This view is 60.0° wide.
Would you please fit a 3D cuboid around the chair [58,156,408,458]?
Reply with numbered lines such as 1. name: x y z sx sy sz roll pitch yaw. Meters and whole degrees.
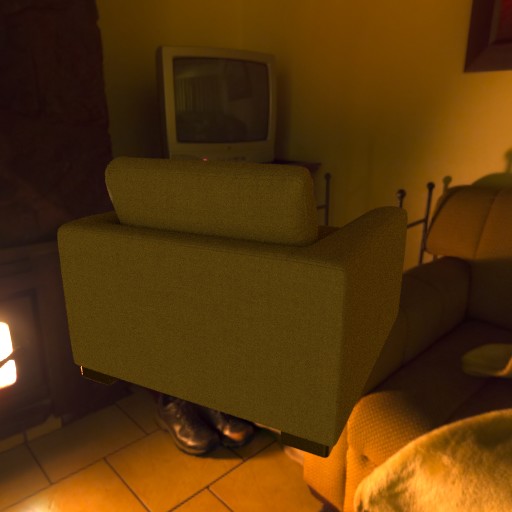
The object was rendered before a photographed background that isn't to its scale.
1. chair: 0.000 0.000 1.877 1.070 0.847 1.100 8 18 25
